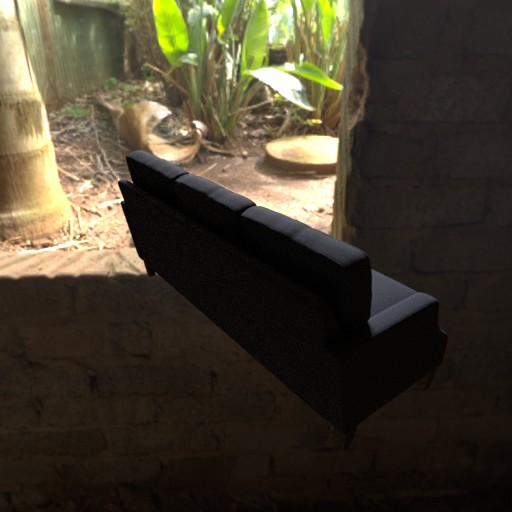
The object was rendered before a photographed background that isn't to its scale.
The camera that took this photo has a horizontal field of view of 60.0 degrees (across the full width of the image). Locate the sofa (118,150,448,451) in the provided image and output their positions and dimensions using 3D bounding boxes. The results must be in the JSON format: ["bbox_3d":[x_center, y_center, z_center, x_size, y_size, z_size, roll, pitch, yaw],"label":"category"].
[{"bbox_3d":[0.000,0.000,2.663,0.888,0.984,2.115,-19,33,-33],"label":"sofa"}]
